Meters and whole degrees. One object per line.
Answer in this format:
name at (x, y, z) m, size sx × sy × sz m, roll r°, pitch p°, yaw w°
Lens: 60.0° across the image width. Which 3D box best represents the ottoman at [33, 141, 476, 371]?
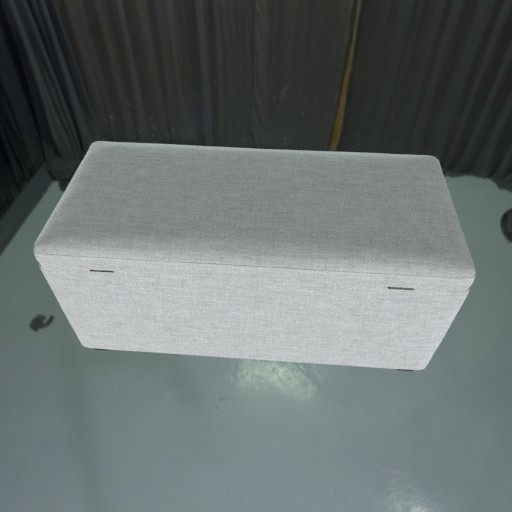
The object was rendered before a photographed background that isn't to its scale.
ottoman at (0.000, 0.000, 1.133) m, size 0.902 × 0.432 × 0.419 m, roll 3°, pitch 48°, yaw 3°
